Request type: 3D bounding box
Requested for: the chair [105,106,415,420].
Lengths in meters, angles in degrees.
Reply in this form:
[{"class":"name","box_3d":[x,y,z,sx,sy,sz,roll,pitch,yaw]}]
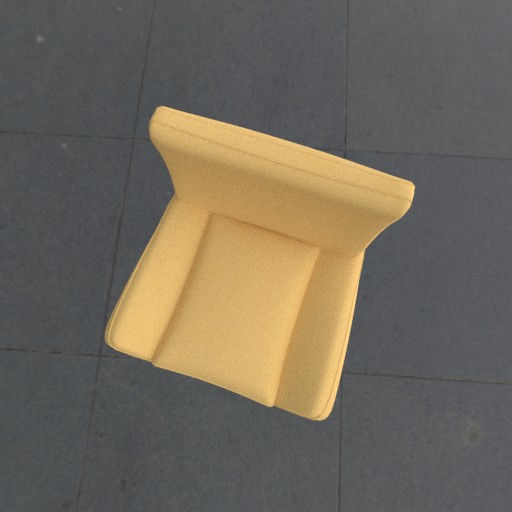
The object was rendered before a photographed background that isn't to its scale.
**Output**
[{"class":"chair","box_3d":[0.000,0.000,1.690,0.859,0.855,1.008,18,76,5]}]
